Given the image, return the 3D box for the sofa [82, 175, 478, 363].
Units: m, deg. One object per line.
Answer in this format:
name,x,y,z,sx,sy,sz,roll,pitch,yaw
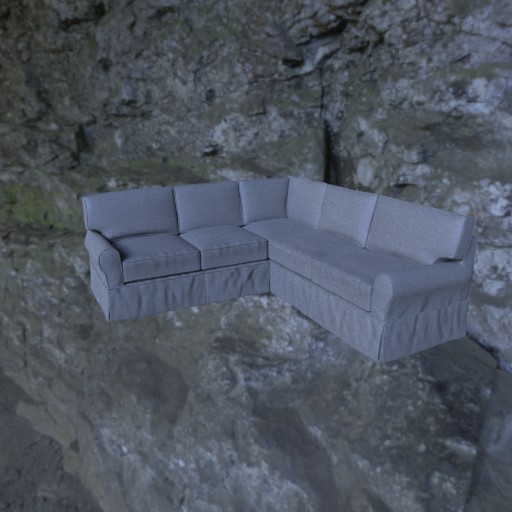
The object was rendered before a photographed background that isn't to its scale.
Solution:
sofa,0.000,0.000,4.020,2.618,1.081,2.623,-9,19,-27
